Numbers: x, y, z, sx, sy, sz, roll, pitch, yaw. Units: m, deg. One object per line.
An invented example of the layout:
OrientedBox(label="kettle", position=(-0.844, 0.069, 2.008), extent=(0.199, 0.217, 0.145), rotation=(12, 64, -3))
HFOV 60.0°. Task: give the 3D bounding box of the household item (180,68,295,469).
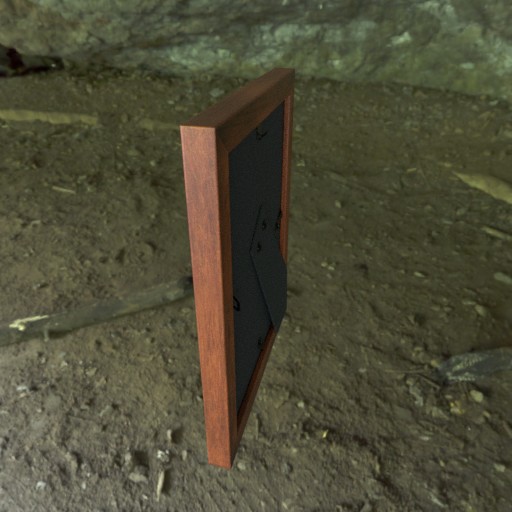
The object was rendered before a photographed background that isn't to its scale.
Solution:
OrientedBox(label="household item", position=(0.000, 0.000, 0.349), extent=(0.020, 0.250, 0.200), rotation=(8, 31, 13))
